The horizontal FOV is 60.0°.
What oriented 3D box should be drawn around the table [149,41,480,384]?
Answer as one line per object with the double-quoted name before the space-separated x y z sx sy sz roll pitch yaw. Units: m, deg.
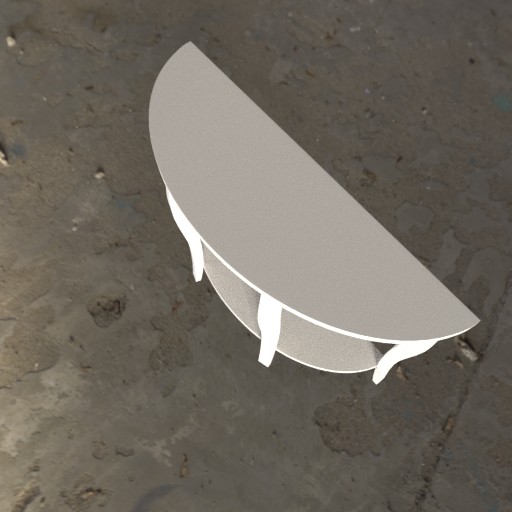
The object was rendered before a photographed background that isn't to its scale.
"table" 0.000 0.000 1.553 0.394 0.780 1.219 -35 69 -16
